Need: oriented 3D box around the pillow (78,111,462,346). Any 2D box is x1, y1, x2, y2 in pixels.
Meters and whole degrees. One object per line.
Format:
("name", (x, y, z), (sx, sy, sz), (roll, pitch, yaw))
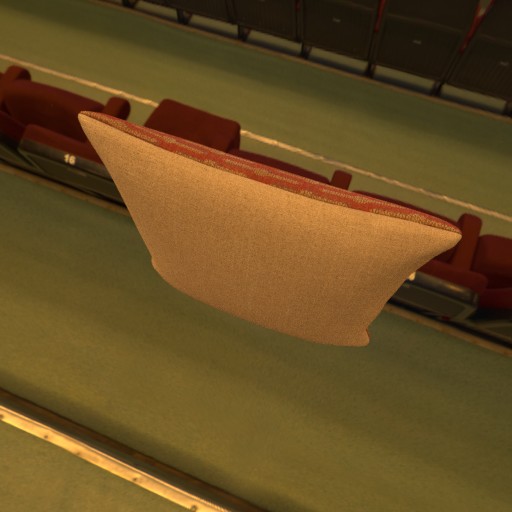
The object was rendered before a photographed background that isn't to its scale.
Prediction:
("pillow", (0.000, 0.000, 0.767), (0.511, 0.503, 0.182), (19, 66, 9))
